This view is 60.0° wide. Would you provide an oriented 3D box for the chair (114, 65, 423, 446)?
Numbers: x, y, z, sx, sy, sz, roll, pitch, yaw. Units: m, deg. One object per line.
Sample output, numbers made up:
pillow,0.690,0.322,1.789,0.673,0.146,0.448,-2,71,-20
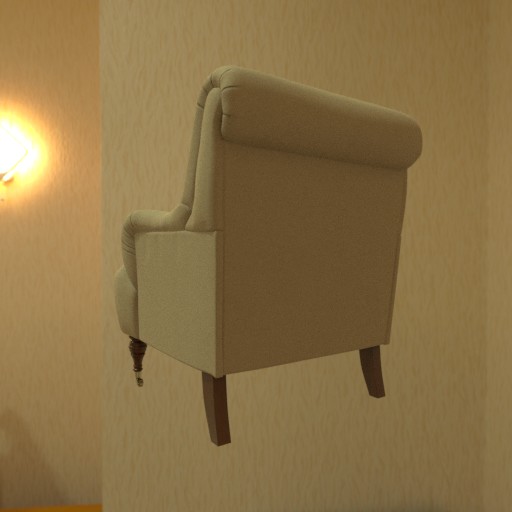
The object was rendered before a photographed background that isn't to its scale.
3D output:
chair,0.000,0.000,1.530,0.766,0.942,0.842,-1,1,-35
